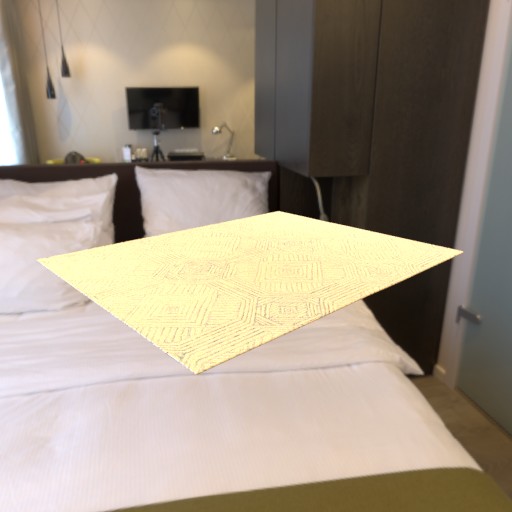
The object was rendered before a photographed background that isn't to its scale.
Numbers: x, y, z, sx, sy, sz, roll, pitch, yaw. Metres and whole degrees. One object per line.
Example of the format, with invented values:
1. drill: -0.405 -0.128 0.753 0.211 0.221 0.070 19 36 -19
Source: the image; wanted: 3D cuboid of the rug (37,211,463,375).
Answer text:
1. rug: 0.000 0.000 4.052 3.049 0.015 2.457 -16 23 -40
